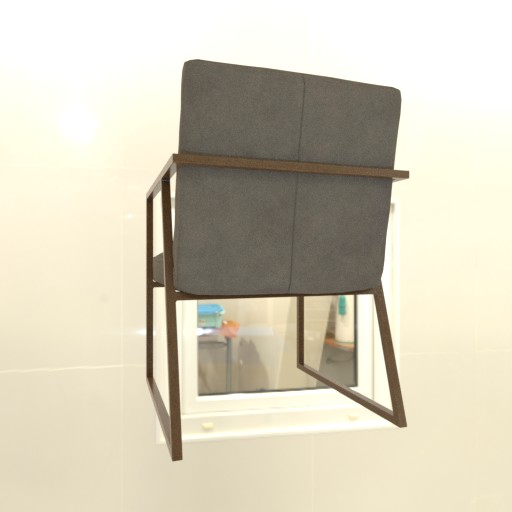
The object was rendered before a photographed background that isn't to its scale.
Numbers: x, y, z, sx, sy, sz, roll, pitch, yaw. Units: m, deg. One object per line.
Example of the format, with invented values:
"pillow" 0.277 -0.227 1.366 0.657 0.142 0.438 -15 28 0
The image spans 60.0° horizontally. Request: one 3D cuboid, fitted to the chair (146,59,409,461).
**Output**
"chair" 0.000 0.000 1.298 0.578 0.843 0.682 0 0 -18
